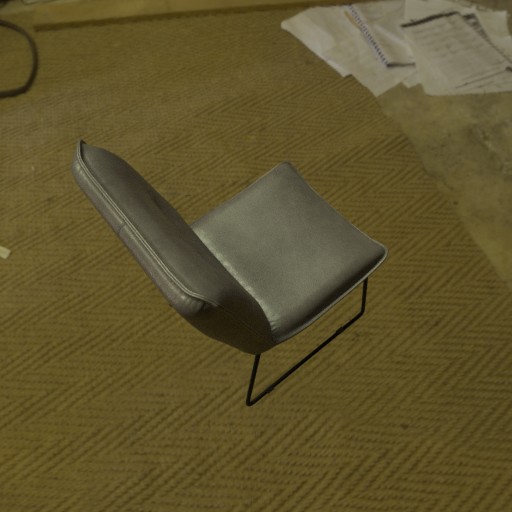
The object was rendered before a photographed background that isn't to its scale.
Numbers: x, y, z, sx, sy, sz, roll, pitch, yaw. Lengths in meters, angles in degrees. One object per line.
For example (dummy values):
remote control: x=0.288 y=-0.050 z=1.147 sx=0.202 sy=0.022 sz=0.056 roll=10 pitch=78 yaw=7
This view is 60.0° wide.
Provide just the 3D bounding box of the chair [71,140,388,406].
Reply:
chair: x=0.000 y=0.000 z=1.339 sx=0.688 sy=0.932 sz=0.515 roll=-34 pitch=65 yaw=-19
